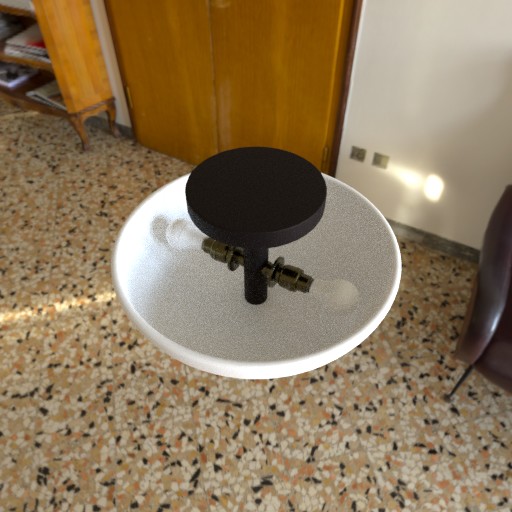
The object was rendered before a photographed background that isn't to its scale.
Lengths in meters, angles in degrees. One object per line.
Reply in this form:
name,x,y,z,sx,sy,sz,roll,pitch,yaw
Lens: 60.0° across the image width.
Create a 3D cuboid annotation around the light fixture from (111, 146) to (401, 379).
light fixture,0.000,0.000,0.532,0.331,0.212,0.331,0,46,0
